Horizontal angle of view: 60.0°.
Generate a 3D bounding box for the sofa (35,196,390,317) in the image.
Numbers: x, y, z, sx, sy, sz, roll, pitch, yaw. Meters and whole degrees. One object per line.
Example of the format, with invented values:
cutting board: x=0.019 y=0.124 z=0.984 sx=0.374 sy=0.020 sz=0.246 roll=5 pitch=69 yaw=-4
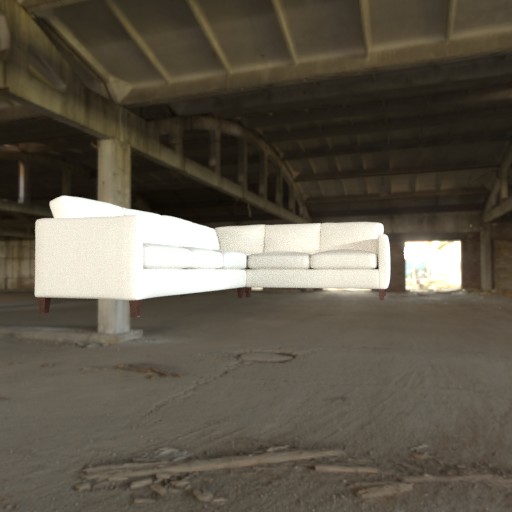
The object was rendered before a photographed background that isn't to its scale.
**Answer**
sofa: x=0.000 y=0.000 z=4.539 sx=2.593 sy=0.947 sz=3.302 roll=-1 pitch=-2 yaw=18
